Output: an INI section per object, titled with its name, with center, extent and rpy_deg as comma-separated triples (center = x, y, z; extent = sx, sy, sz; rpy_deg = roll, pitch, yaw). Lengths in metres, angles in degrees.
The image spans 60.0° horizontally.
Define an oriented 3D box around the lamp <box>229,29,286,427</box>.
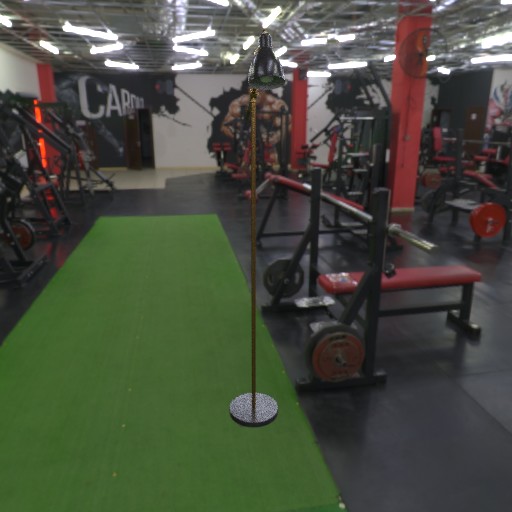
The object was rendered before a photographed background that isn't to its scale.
[lamp]
center = 0.000, 0.000, 1.831
extent = 0.235, 1.628, 0.618
rpy_deg = -2, 17, -7
